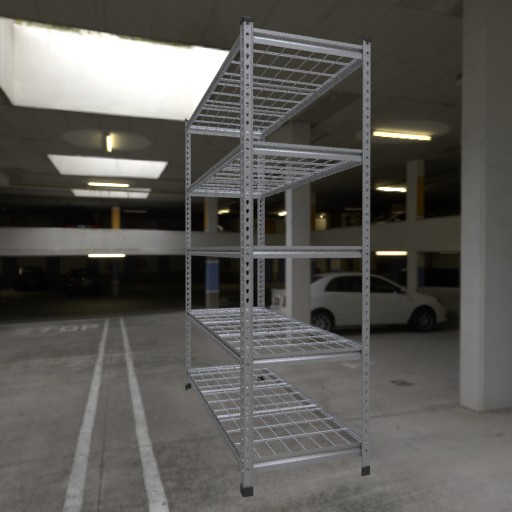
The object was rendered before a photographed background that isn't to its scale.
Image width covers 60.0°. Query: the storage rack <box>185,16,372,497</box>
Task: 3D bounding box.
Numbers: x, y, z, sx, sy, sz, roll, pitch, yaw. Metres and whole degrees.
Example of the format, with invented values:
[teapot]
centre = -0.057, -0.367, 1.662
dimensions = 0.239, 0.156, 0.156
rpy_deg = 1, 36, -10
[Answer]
[storage rack]
centre = 0.000, 0.000, 2.640
dimensions = 0.610, 1.981, 1.524
rpy_deg = 0, 1, -18
